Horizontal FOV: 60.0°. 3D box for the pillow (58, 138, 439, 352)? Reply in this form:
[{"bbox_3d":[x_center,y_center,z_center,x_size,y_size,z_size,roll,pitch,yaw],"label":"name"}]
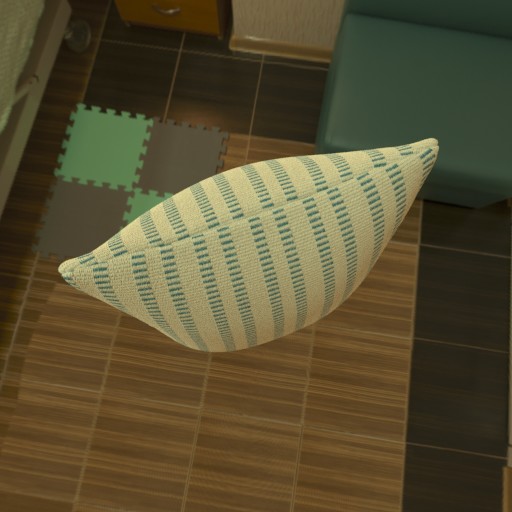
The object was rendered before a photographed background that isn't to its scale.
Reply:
[{"bbox_3d":[0.000,0.000,0.669,0.438,0.419,0.247,-19,76,-5],"label":"pillow"}]
